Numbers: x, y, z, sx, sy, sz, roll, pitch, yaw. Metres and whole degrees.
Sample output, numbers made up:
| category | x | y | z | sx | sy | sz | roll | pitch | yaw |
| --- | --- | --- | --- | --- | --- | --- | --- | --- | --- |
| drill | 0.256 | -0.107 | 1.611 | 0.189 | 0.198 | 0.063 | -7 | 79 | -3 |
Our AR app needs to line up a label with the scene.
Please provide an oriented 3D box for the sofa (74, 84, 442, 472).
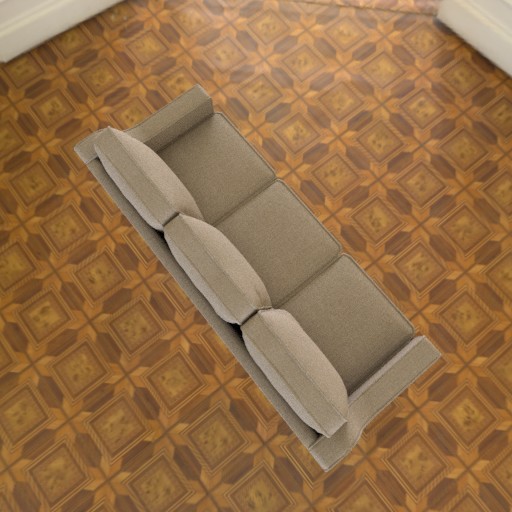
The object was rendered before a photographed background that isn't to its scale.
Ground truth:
| category | x | y | z | sx | sy | sz | roll | pitch | yaw |
| --- | --- | --- | --- | --- | --- | --- | --- | --- | --- |
| sofa | 0.000 | 0.000 | 2.597 | 0.899 | 0.950 | 2.129 | -38 | 78 | -9 |
